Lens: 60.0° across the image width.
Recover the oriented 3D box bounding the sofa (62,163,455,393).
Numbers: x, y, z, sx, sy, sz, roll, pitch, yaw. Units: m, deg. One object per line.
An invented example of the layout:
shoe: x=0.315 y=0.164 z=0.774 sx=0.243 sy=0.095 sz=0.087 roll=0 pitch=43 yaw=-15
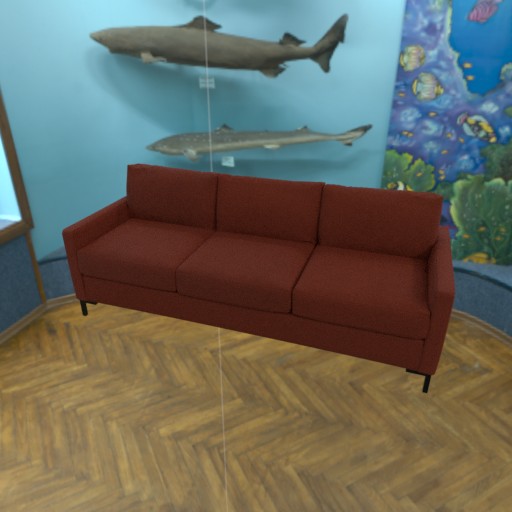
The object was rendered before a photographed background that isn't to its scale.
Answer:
sofa: x=0.000 y=0.000 z=2.781 sx=2.252 sy=0.879 sz=0.875 roll=9 pitch=28 yaw=17
